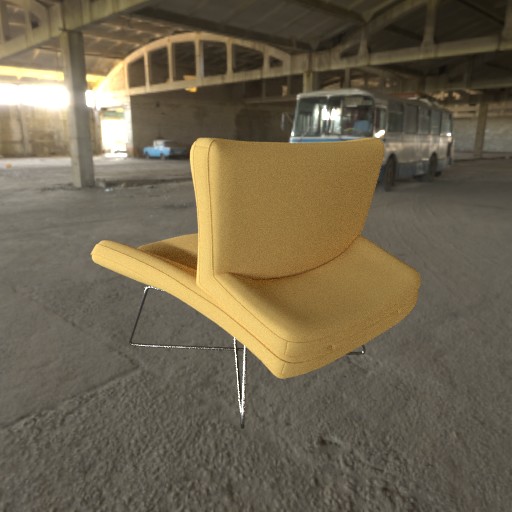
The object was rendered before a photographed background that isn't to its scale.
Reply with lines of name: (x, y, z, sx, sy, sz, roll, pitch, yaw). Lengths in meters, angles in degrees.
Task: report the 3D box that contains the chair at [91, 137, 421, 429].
chair: (0.000, 0.000, 1.655, 0.859, 0.855, 1.008, -14, 21, -43)
